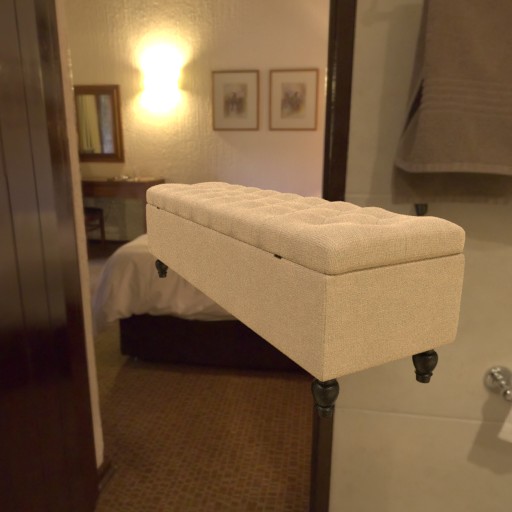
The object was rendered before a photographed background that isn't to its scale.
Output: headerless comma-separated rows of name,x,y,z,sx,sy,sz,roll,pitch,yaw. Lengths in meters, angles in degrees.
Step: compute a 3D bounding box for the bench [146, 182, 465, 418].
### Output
bench,0.000,0.000,1.694,0.455,0.467,1.480,-7,15,-27
